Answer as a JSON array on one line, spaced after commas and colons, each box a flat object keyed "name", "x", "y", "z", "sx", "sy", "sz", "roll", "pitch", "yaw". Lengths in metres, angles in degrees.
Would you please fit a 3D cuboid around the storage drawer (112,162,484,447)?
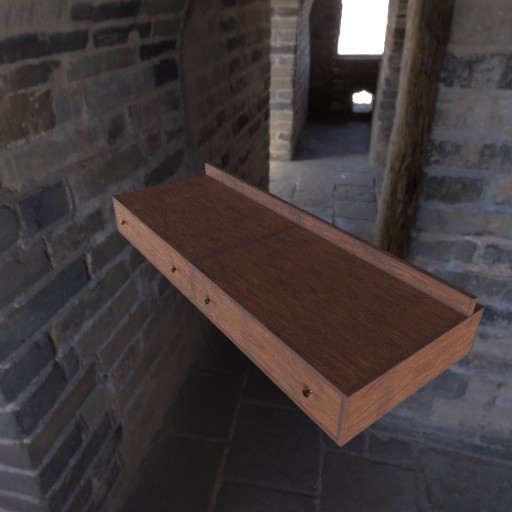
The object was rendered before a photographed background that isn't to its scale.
[{"name": "storage drawer", "x": 0.000, "y": 0.000, "z": 2.217, "sx": 0.774, "sy": 0.339, "sz": 1.914, "roll": -20, "pitch": 36, "yaw": -31}]
